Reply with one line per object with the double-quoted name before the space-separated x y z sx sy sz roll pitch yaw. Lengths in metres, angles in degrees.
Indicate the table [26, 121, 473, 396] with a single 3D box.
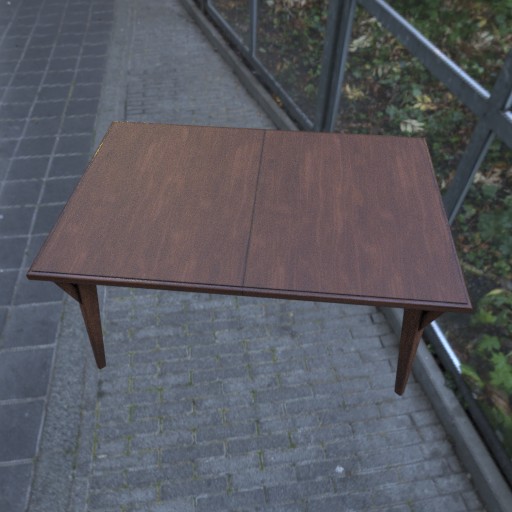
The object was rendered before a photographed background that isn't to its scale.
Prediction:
"table" 0.000 0.000 2.108 1.524 0.761 0.990 4 49 4
